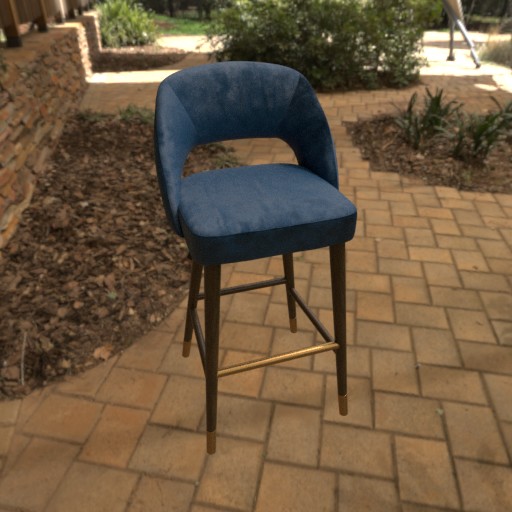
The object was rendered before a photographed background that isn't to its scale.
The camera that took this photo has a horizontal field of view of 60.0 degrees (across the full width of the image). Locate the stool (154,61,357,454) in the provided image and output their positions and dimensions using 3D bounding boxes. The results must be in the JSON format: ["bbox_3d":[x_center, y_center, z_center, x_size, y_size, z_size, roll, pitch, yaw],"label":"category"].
[{"bbox_3d":[0.000,0.000,1.329,0.514,1.016,0.515,-10,33,-15],"label":"stool"}]
